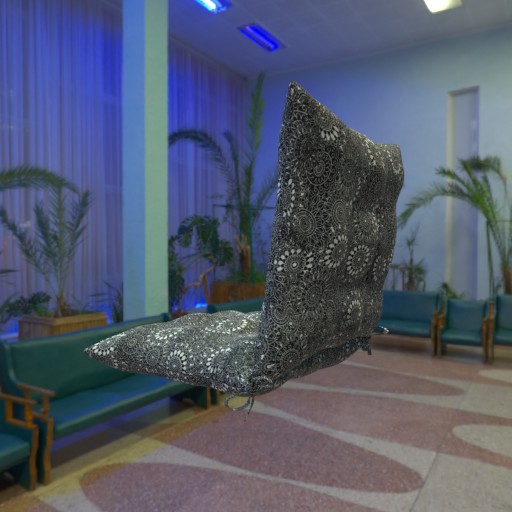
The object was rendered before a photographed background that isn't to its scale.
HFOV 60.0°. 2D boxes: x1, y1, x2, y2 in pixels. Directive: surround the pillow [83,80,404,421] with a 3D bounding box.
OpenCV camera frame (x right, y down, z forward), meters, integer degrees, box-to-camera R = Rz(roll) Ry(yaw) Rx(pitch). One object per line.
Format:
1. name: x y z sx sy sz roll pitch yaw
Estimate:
1. pillow: 0.000 0.000 1.011 0.585 0.536 0.541 1 1 36
